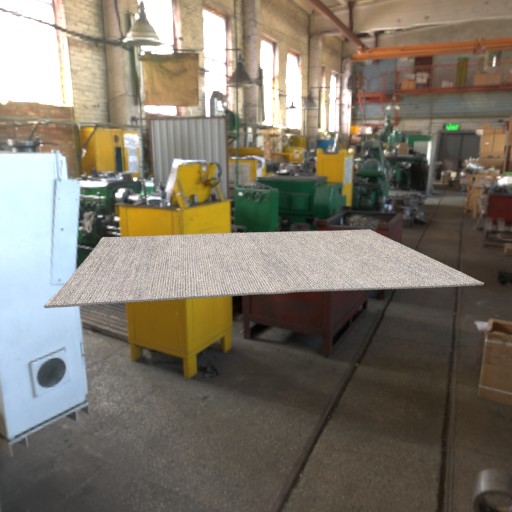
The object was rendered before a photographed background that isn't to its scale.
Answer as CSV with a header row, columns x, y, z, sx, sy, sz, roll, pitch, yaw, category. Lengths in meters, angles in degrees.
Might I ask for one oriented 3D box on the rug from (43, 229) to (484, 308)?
x,y,z,sx,sy,sz,roll,pitch,yaw,category
0.000,0.000,3.031,2.307,0.030,1.604,-2,14,-8,rug
